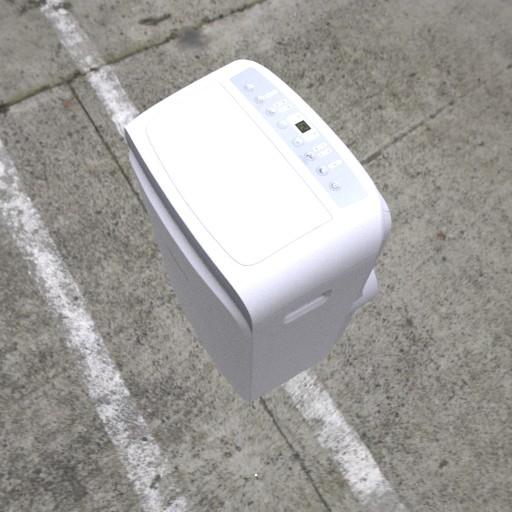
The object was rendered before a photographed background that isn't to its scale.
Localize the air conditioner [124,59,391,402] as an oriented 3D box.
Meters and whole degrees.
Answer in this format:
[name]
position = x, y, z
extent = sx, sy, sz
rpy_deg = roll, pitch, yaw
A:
[air conditioner]
position = 0.000, 0.000, 0.964
extent = 0.365, 0.700, 0.454
rpy_deg = -30, 68, -14
